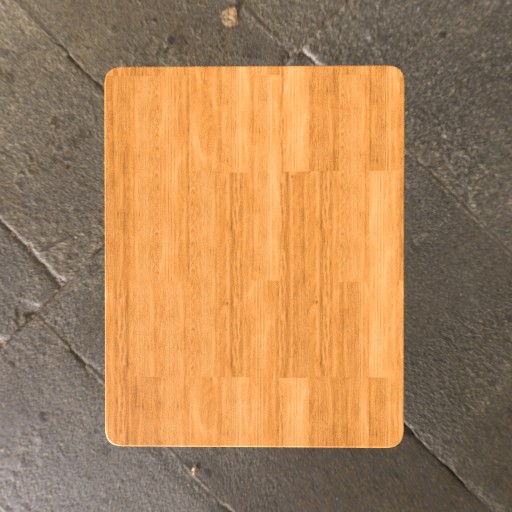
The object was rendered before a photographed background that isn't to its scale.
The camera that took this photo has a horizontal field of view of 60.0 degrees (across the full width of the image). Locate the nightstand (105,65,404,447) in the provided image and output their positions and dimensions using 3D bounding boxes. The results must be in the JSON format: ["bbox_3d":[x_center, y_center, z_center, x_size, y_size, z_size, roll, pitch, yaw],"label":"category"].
[{"bbox_3d":[0.000,0.000,0.887,0.440,0.470,0.560,0,90,1],"label":"nightstand"}]
